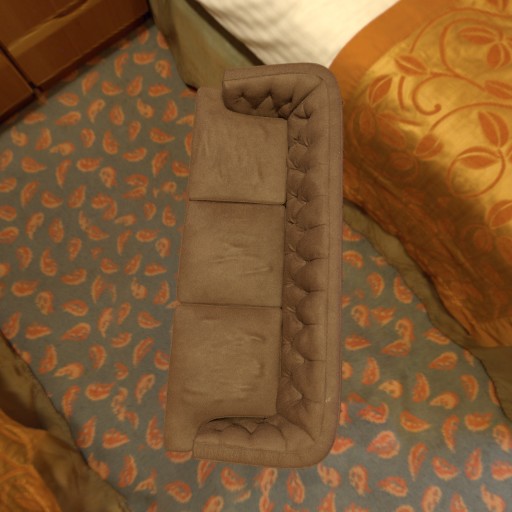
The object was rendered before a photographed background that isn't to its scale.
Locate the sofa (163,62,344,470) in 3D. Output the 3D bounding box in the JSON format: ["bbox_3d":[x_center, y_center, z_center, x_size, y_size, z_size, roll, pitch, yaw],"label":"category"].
[{"bbox_3d":[0.000,0.000,2.672,0.927,0.787,2.227,3,76,1],"label":"sofa"}]
